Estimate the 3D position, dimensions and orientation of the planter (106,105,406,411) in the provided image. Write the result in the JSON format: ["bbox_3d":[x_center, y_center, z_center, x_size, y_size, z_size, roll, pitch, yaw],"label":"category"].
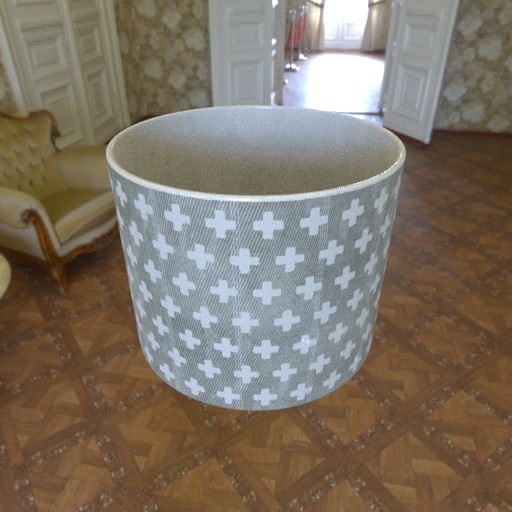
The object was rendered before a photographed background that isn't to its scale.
[{"bbox_3d":[0.000,0.000,0.339,0.190,0.181,0.190,0,32,0],"label":"planter"}]
